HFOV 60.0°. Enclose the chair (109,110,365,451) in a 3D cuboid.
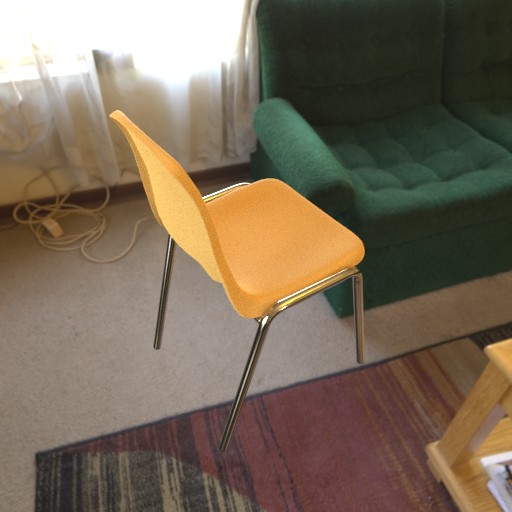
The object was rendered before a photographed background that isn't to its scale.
[{"bbox_3d":[0.000,0.000,0.951,0.436,0.704,0.381,-25,48,-25],"label":"chair"}]
